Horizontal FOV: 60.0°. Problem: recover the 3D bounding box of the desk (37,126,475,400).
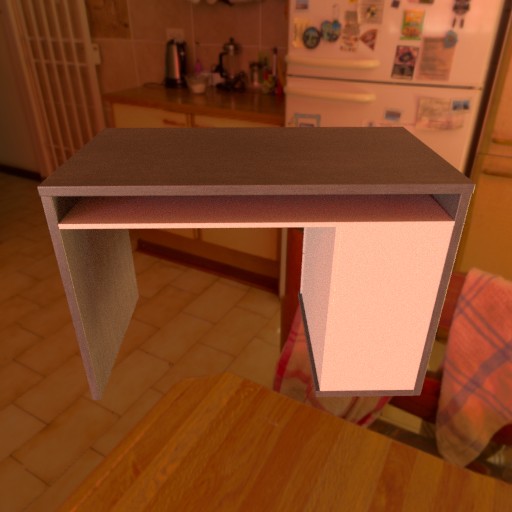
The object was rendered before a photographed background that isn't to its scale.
[{"bbox_3d":[0.000,0.000,1.556,1.100,0.750,0.600,0,30,-1],"label":"desk"}]
